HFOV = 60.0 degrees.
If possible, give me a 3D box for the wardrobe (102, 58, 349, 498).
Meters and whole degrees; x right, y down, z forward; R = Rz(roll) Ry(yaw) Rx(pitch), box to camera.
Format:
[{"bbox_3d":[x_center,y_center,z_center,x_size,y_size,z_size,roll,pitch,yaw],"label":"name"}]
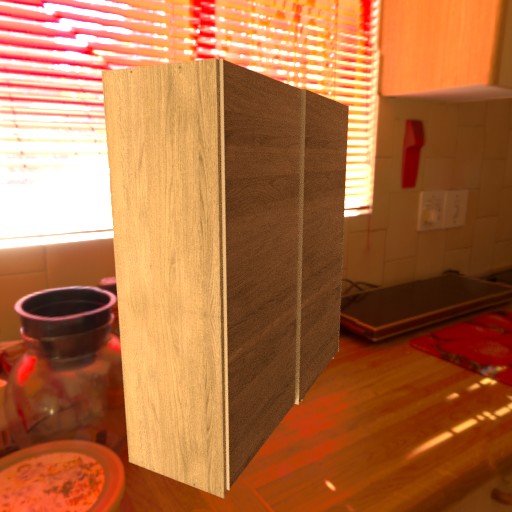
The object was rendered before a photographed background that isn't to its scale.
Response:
[{"bbox_3d":[0.000,0.000,2.794,0.629,1.960,1.780,6,14,26],"label":"wardrobe"}]
